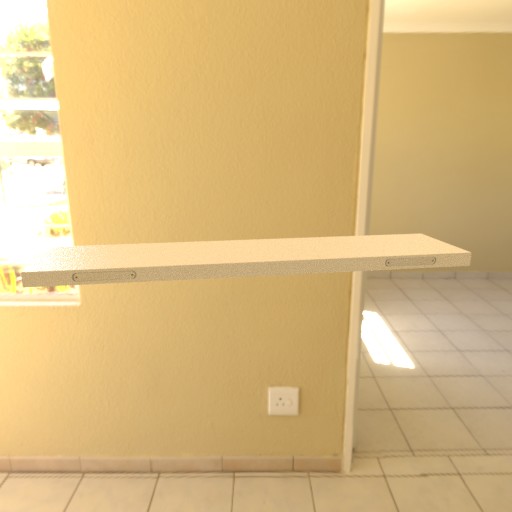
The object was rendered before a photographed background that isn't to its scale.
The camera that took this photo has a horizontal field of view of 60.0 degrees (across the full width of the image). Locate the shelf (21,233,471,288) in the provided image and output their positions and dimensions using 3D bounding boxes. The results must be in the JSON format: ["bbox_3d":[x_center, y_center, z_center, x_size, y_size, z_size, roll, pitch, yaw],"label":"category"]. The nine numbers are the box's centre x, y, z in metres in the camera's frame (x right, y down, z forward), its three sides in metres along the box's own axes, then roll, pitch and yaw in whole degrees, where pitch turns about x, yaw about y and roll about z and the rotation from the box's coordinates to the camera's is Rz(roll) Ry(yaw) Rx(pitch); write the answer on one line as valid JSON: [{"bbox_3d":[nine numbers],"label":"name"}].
[{"bbox_3d":[0.000,0.000,0.662,0.610,0.020,0.140,-2,15,-9],"label":"shelf"}]
